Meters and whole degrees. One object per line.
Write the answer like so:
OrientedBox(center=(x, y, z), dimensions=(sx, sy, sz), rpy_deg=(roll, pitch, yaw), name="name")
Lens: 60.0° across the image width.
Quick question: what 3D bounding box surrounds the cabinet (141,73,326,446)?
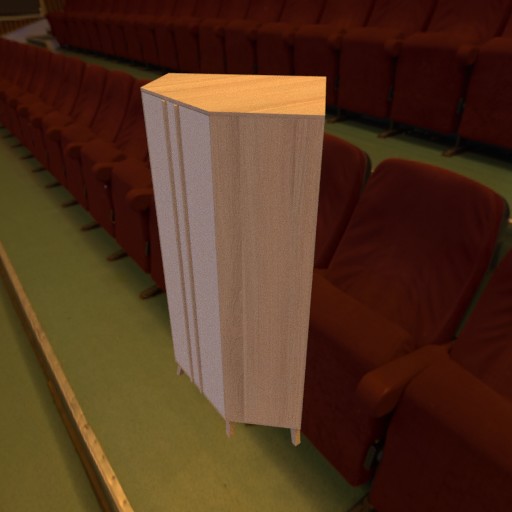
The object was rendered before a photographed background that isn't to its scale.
OrientedBox(center=(0.000, 0.000, 2.699), dimensions=(0.969, 1.957, 1.272), rpy_deg=(-21, 37, -31), name="cabinet")
